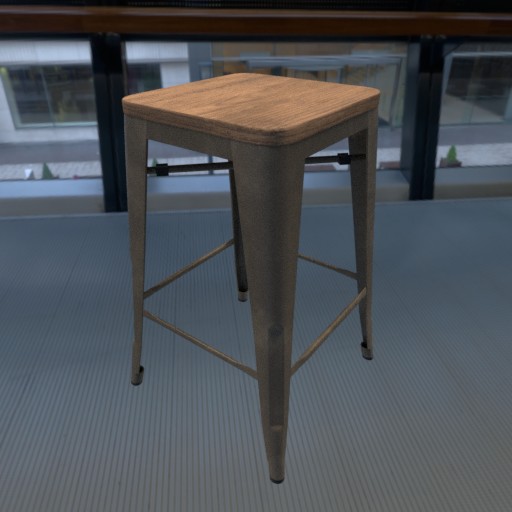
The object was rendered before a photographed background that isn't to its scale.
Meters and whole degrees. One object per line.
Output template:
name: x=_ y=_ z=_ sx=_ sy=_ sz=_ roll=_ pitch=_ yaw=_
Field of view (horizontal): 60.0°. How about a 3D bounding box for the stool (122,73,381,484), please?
stool: x=0.000 y=0.000 z=0.868 sx=0.407 sy=0.607 sz=0.407 roll=21 pitch=37 yaw=31
